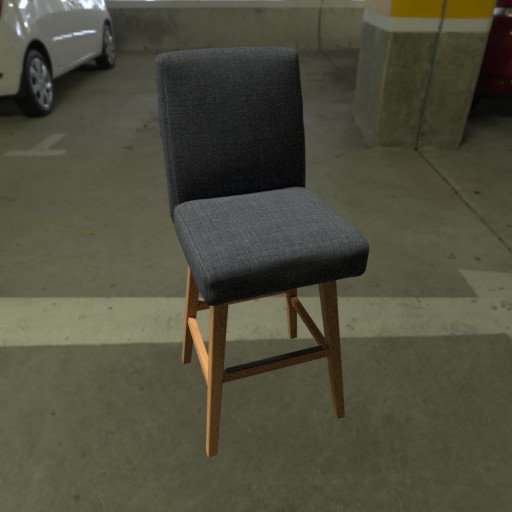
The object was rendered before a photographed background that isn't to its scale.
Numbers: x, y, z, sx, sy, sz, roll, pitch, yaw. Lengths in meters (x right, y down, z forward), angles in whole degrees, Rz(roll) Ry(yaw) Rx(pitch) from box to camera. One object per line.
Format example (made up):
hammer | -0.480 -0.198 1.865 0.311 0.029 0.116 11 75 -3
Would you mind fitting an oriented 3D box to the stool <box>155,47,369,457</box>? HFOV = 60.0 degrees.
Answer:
stool | 0.000 0.000 1.362 0.483 1.112 0.570 -10 33 -16
